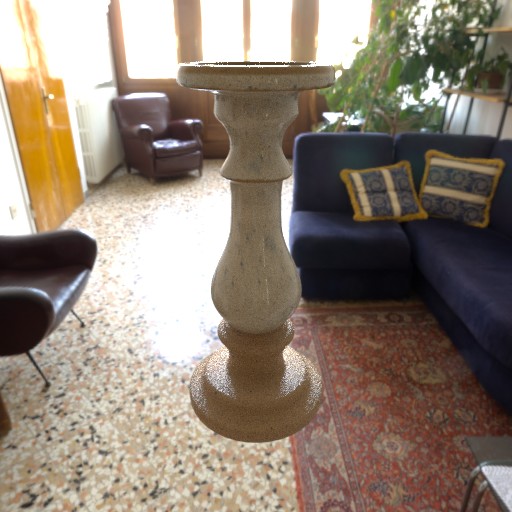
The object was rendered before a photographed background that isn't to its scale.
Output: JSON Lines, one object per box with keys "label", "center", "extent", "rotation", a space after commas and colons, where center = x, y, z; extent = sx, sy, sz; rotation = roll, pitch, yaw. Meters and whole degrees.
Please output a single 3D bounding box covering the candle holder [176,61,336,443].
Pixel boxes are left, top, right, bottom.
{"label": "candle holder", "center": [0.000, 0.000, 0.254], "extent": [0.088, 0.203, 0.088], "rotation": [0, 25, 0]}
